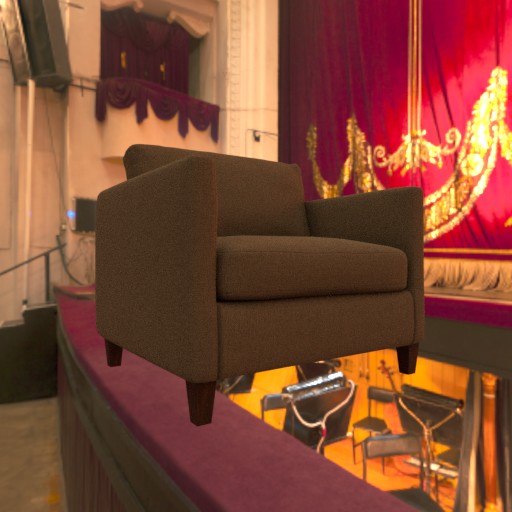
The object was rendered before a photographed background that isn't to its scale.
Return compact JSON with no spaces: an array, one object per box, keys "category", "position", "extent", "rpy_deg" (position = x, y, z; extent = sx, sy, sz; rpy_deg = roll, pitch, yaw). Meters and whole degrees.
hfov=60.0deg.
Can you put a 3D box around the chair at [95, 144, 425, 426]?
[{"category":"chair","position":[0.000,0.000,1.878],"extent":[1.107,0.963,0.959],"rpy_deg":[0,0,-35]}]
